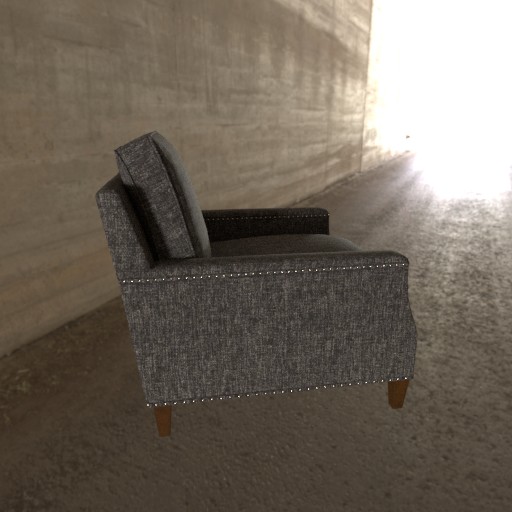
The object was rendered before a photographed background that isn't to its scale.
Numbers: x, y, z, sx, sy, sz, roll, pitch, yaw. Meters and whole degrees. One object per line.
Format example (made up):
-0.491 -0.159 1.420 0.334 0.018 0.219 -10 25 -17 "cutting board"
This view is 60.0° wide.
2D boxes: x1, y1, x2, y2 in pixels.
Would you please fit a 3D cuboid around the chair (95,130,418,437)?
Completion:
0.000 0.000 1.740 1.014 0.943 0.853 -3 17 -10 "chair"
